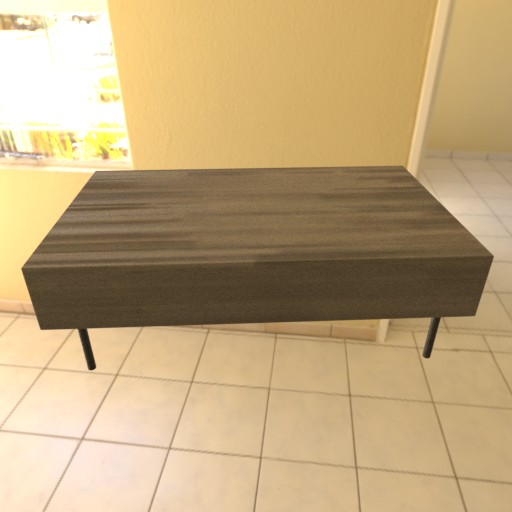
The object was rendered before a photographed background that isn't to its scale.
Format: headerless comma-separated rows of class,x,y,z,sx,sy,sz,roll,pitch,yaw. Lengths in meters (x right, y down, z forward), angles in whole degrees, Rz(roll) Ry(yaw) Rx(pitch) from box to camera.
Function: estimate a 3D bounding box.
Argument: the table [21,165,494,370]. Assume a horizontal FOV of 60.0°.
table,0.000,0.000,1.379,1.088,0.347,0.643,-1,31,-2
